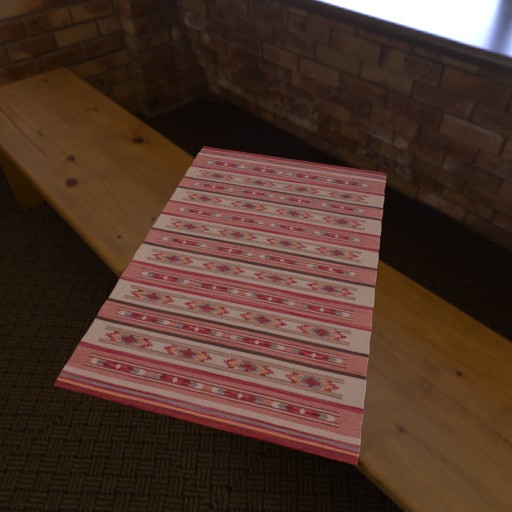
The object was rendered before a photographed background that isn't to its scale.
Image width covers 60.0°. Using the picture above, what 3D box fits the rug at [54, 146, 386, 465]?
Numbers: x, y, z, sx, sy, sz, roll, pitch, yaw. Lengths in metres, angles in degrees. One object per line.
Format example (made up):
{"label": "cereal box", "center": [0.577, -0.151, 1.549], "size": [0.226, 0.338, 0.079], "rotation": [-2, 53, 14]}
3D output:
{"label": "rug", "center": [0.000, 0.000, 2.289], "size": [1.223, 0.008, 1.817], "rotation": [11, 47, 10]}
